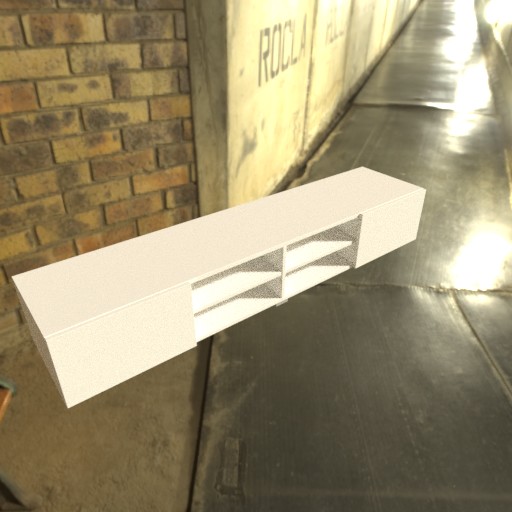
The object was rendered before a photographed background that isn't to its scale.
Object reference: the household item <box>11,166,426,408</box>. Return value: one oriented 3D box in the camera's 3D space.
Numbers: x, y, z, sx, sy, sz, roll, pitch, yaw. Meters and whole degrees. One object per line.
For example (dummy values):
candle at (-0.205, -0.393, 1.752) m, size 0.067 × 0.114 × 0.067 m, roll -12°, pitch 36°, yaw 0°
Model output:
household item at (0.000, 0.000, 1.981) m, size 1.850 × 0.310 × 0.420 m, roll -22°, pitch 37°, yaw -31°
